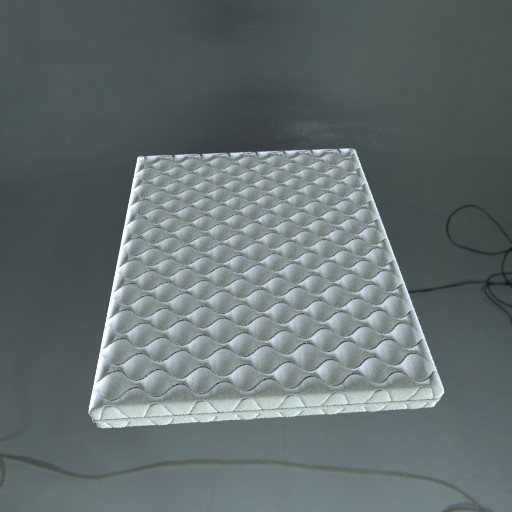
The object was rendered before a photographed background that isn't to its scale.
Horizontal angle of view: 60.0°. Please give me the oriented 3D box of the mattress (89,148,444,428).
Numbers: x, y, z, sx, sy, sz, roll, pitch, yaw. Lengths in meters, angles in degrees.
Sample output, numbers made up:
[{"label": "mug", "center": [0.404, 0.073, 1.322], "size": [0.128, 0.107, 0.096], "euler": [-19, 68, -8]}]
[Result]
[{"label": "mattress", "center": [0.000, 0.000, 2.650], "size": [1.600, 0.200, 1.900], "euler": [-3, 48, -2]}]
